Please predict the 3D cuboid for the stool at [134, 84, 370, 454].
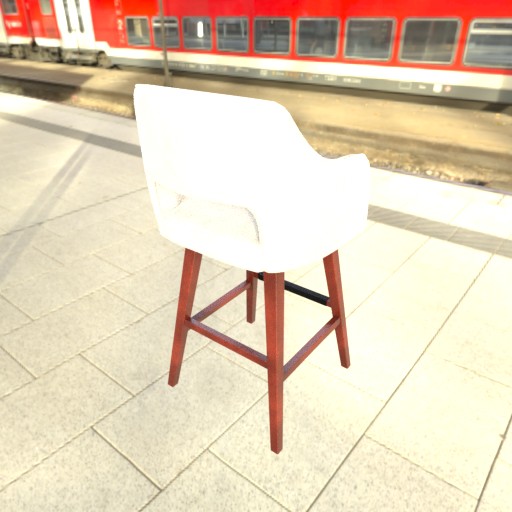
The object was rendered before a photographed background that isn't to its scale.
[{"bbox_3d":[0.000,0.000,1.340,0.548,1.012,0.558,20,35,32],"label":"stool"}]
